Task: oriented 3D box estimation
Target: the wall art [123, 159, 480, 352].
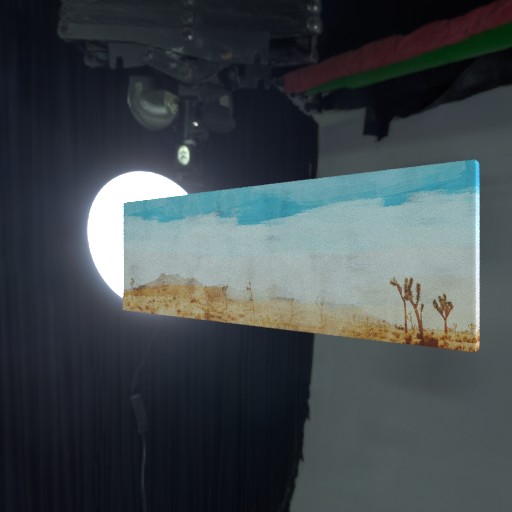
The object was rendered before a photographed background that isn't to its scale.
[{"bbox_3d":[0.000,0.000,0.829,0.759,0.254,0.044,0,0,37],"label":"wall art"}]
